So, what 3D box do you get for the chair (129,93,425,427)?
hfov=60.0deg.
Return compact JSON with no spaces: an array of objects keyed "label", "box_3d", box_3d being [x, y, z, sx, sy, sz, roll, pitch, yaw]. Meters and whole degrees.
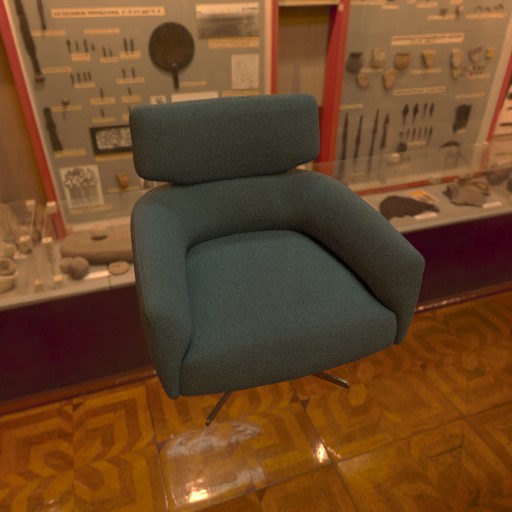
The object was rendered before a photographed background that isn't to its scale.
[{"label":"chair","box_3d":[0.000,0.000,1.384,0.738,0.813,0.761,-10,34,-15]}]
